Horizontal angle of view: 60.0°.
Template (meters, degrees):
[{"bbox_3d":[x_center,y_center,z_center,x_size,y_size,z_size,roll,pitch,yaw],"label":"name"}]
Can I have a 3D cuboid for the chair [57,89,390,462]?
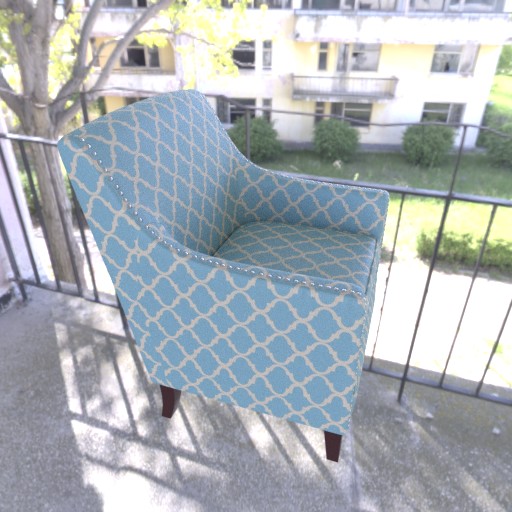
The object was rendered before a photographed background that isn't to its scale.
[{"bbox_3d":[0.000,0.000,1.275,0.686,0.817,0.617,10,32,16],"label":"chair"}]
